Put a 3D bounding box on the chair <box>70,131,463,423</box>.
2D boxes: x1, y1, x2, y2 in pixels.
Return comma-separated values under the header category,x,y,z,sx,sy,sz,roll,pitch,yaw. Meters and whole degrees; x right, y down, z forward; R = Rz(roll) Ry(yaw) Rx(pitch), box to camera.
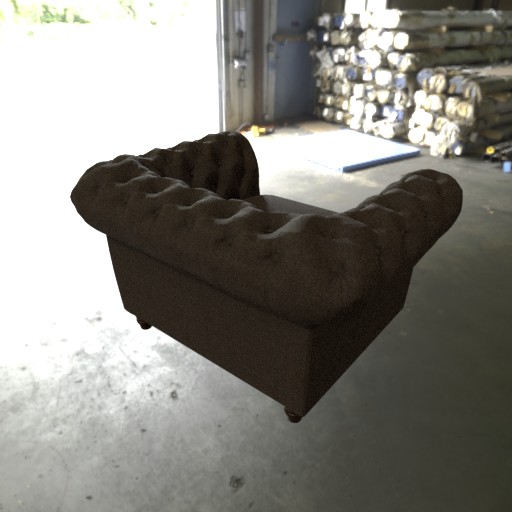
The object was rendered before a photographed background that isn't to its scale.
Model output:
category,x,y,z,sx,sy,sz,roll,pitch,yaw
chair,0.000,0.000,1.840,1.298,0.780,0.945,21,35,34
